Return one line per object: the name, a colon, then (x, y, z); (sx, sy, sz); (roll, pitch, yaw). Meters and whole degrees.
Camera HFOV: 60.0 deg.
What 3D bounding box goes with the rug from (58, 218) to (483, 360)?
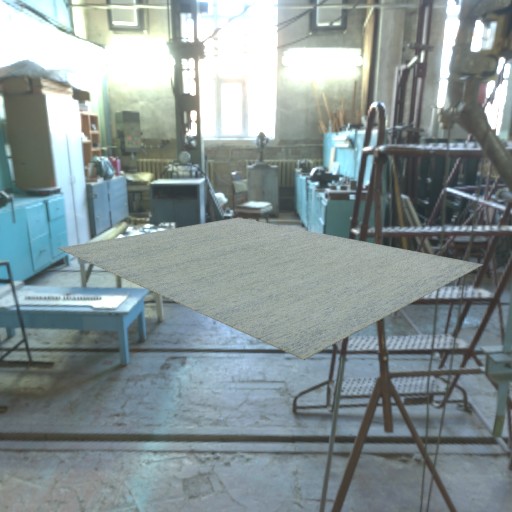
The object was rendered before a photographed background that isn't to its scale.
rug: (0.000, 0.000, 4.163); (2.438, 0.006, 3.197); (-14, 21, -42)
